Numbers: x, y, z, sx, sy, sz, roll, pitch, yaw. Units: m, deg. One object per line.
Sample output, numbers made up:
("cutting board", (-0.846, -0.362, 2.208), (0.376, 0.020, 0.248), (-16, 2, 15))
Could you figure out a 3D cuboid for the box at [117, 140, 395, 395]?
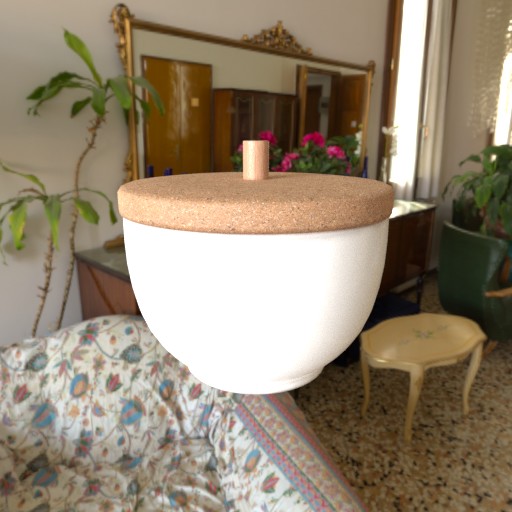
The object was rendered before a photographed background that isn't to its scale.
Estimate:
("box", (0.000, 0.000, 0.186), (0.107, 0.094, 0.107), (0, 15, 0))
